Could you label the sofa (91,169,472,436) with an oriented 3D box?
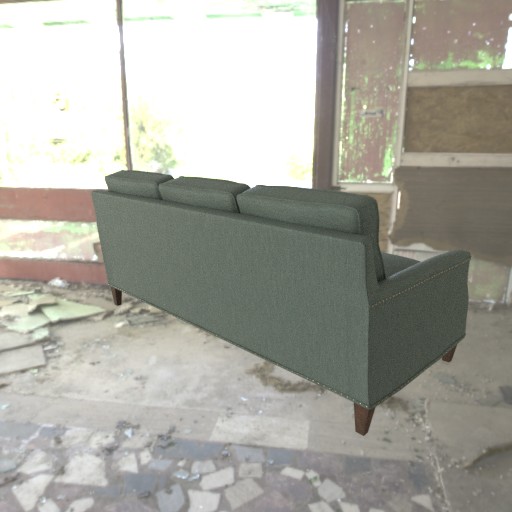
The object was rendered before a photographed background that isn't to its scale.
[{"bbox_3d":[0.000,0.000,2.759,2.246,1.003,1.084,15,21,43],"label":"sofa"}]
